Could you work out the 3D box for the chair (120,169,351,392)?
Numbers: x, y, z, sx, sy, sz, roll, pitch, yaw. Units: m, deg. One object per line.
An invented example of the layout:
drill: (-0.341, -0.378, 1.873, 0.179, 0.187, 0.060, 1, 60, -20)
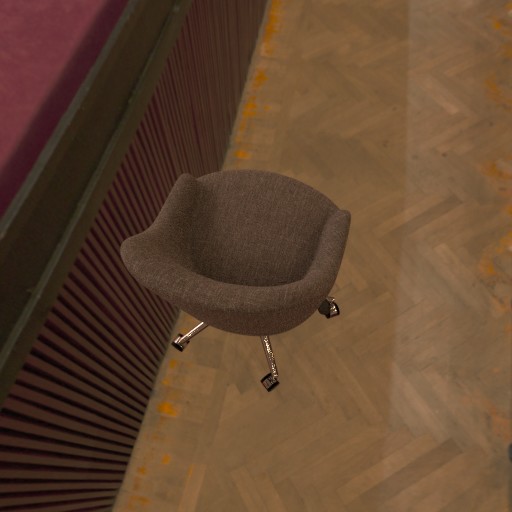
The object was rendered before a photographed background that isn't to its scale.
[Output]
chair: (0.000, 0.000, 1.405, 0.671, 0.950, 0.712, 14, 64, 7)
